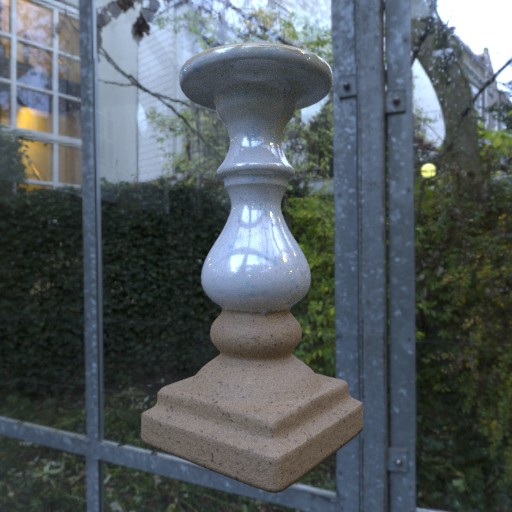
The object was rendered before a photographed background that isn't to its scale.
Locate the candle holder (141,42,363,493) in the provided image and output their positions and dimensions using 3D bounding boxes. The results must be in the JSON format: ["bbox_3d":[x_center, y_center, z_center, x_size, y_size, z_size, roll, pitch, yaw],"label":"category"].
[{"bbox_3d":[0.000,0.000,0.296,0.110,0.239,0.110,0,0,37],"label":"candle holder"}]
